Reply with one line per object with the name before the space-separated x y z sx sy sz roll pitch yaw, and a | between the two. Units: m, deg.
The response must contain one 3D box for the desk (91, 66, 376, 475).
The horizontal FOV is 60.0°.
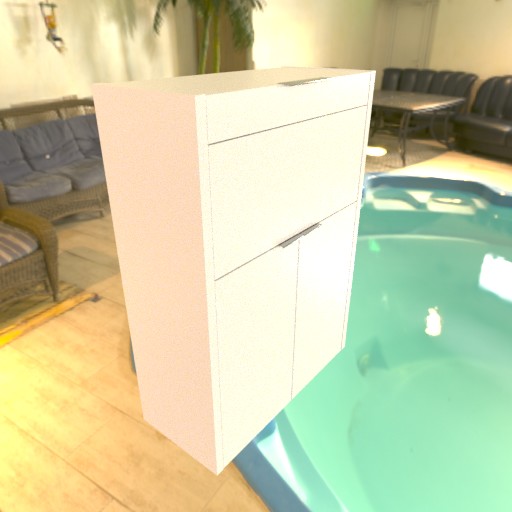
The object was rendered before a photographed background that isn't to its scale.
desk | 0.000 0.000 1.579 0.390 1.190 0.850 20 33 34
